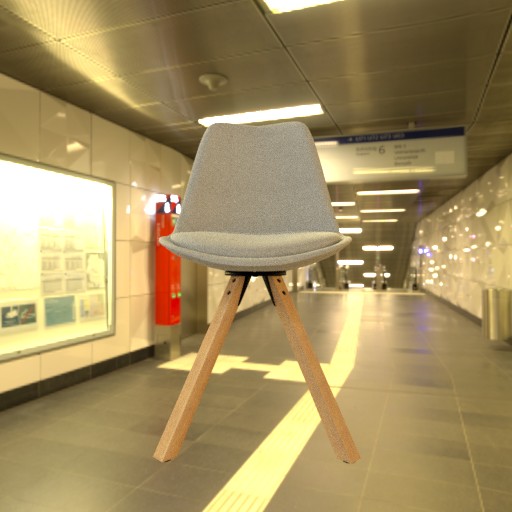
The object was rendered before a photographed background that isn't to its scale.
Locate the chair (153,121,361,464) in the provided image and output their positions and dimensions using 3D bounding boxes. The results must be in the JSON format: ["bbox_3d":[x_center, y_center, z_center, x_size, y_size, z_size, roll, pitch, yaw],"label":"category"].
[{"bbox_3d":[0.000,0.000,1.168,0.474,0.863,0.549,0,0,1],"label":"chair"}]
